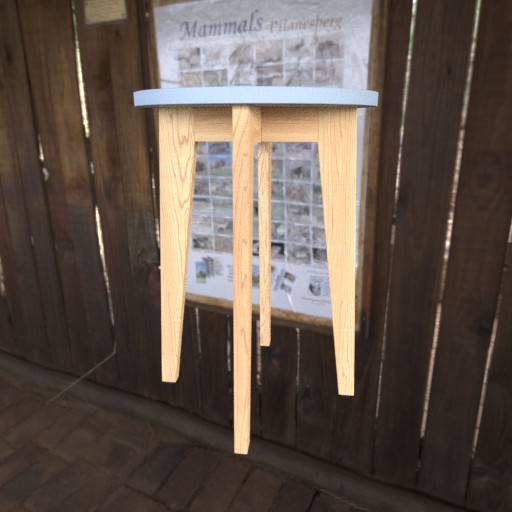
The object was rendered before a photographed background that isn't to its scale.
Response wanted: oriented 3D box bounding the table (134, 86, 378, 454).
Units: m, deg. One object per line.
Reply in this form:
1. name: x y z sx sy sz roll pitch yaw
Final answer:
1. table: 0.000 0.000 0.729 0.350 0.500 0.350 0 17 0
